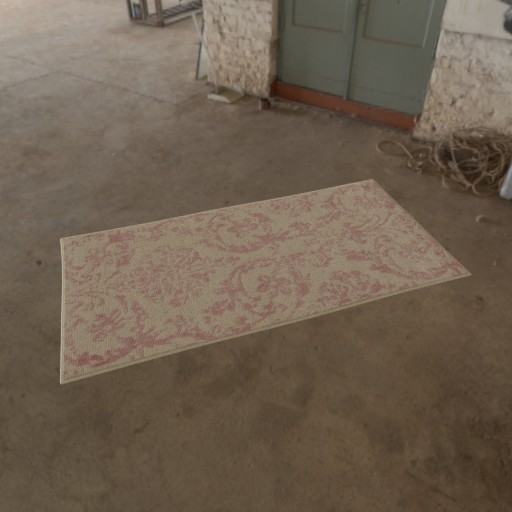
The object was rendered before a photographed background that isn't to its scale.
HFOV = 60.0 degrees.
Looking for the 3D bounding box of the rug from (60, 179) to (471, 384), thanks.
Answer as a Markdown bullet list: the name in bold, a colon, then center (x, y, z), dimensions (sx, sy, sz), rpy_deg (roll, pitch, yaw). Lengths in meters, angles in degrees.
- **rug**: center (0.000, 0.000, 1.452), dimensions (1.219, 0.007, 0.604), rpy_deg (-12, 42, -14)
